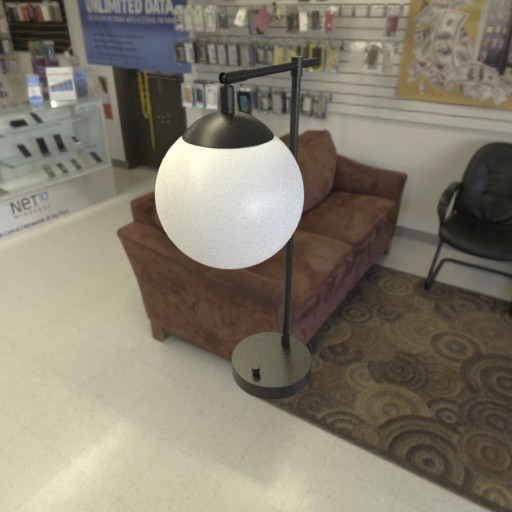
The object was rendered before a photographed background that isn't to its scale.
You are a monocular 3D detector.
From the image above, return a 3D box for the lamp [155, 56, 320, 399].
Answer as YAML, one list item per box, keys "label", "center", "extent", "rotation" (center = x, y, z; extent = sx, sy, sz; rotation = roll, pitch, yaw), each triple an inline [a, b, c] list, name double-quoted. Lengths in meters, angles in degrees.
- label: "lamp"
  center: [0.000, 0.000, 0.696]
  extent: [0.197, 0.559, 0.316]
  rotation: [19, 35, 30]
